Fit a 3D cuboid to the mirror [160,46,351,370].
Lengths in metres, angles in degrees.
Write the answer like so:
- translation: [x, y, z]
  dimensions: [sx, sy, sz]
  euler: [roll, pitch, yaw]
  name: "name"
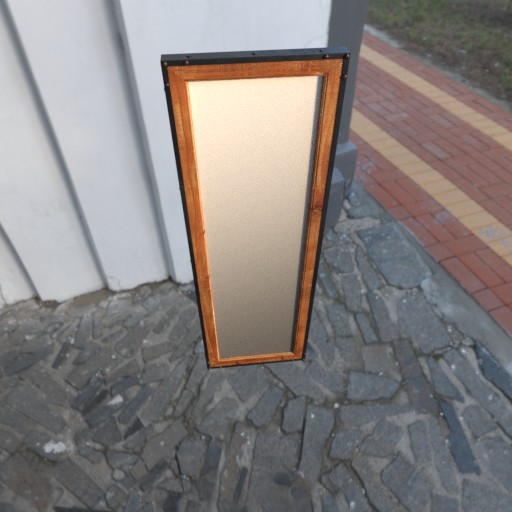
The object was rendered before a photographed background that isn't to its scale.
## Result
- translation: [0.000, 0.000, 1.204]
  dimensions: [0.354, 1.080, 0.042]
  euler: [-4, 46, -4]
  name: "mirror"
